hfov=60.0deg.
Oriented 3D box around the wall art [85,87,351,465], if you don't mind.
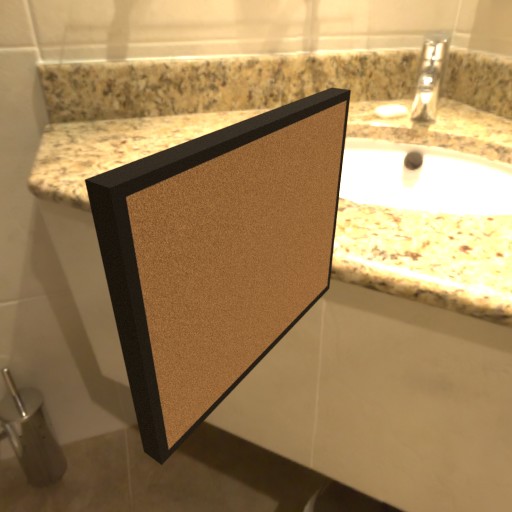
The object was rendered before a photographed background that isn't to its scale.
[{"bbox_3d":[0.000,0.000,0.541,0.028,0.325,0.397,20,37,29],"label":"wall art"}]
